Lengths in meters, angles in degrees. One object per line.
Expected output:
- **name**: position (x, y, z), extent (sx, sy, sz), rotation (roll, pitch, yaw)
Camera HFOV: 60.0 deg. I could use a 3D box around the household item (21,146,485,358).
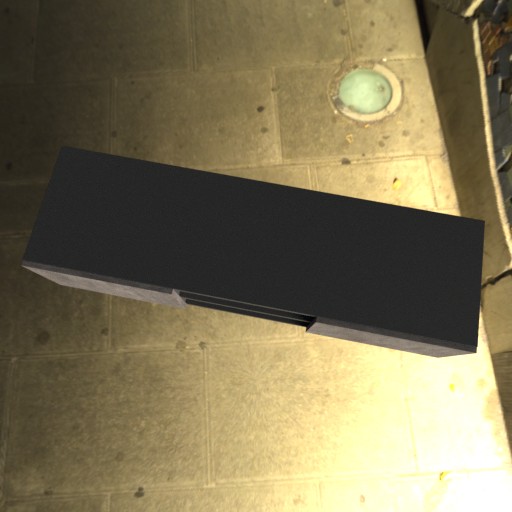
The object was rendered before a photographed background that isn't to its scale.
- **household item**: position (0.000, 0.000, 1.536), extent (1.400, 0.310, 0.420), rotation (11, 75, 3)
